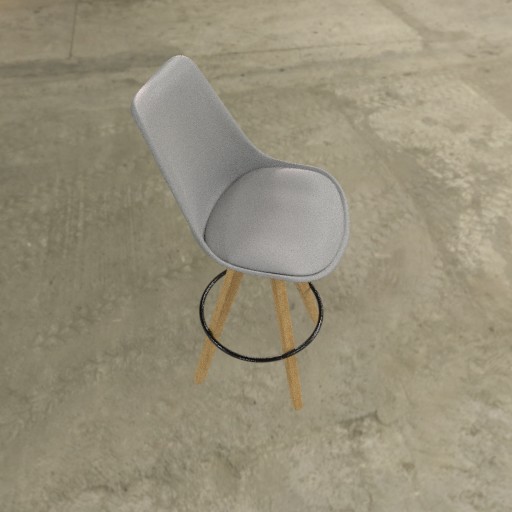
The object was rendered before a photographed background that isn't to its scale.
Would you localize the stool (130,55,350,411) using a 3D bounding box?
[{"bbox_3d":[0.000,0.000,1.421,0.550,1.115,0.485,11,49,10],"label":"stool"}]
